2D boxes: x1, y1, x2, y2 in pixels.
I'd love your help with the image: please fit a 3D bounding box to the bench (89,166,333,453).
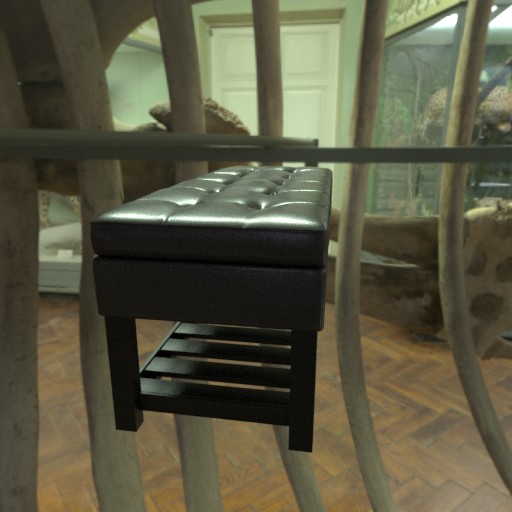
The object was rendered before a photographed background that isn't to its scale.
[{"bbox_3d":[0.000,0.000,1.326,0.432,0.460,1.105,3,16,9],"label":"bench"}]
